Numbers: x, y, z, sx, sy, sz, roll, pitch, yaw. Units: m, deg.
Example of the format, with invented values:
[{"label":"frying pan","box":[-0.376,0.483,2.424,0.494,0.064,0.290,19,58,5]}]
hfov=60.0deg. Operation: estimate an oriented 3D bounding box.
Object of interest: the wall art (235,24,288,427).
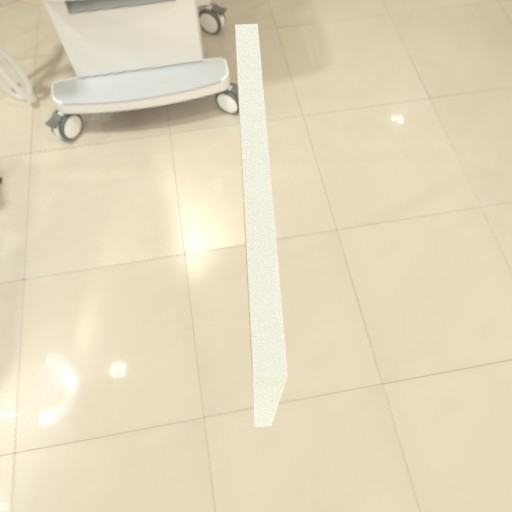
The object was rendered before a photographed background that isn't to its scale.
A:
[{"label":"wall art","box":[0.000,0.000,0.462,0.020,0.307,0.307,-3,64,-1]}]
